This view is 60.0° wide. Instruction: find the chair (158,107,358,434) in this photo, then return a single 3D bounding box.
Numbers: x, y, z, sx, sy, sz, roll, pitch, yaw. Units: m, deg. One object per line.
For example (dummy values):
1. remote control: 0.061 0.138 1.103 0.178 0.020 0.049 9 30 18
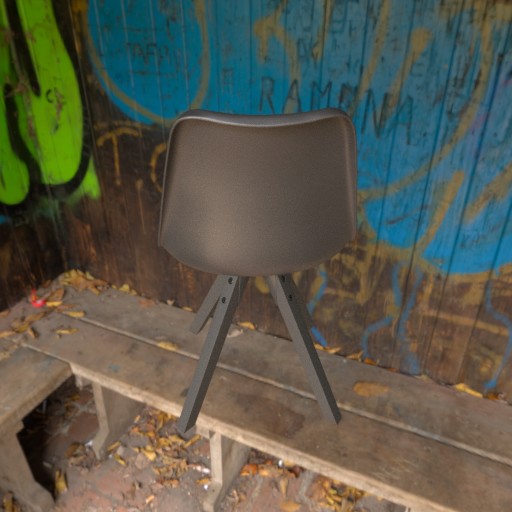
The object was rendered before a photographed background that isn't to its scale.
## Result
1. chair: 0.000 0.000 1.171 0.485 0.850 0.530 -2 30 -3
